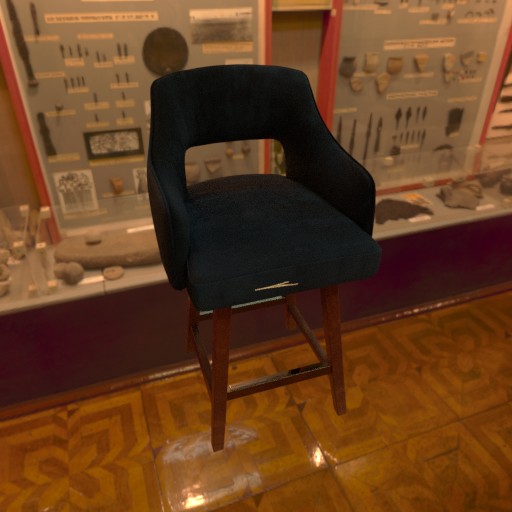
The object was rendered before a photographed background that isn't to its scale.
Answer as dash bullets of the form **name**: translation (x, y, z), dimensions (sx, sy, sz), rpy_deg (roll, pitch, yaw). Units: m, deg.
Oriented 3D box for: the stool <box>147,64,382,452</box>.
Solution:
- **stool**: translation (0.000, 0.000, 1.272), dimensions (0.550, 0.940, 0.560), rpy_deg (-10, 34, -15)
